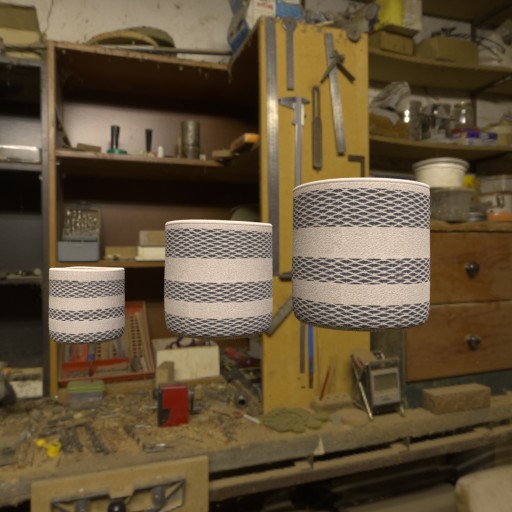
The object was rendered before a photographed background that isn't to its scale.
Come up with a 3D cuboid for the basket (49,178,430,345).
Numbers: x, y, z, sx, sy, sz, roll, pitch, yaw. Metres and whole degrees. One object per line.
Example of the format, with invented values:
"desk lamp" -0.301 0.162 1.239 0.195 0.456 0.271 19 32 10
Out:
"basket" 0.000 0.000 1.075 0.917 0.356 0.351 0 1 -18
